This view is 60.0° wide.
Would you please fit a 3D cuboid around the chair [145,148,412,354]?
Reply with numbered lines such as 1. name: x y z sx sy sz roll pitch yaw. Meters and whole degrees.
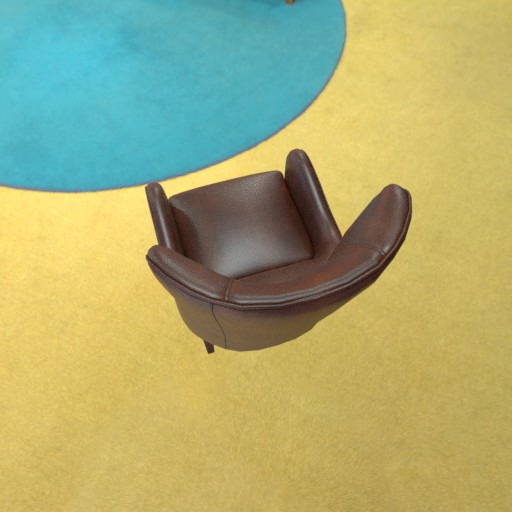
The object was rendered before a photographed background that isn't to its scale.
1. chair: 0.000 0.000 1.644 0.692 1.048 0.914 -15 60 -9
